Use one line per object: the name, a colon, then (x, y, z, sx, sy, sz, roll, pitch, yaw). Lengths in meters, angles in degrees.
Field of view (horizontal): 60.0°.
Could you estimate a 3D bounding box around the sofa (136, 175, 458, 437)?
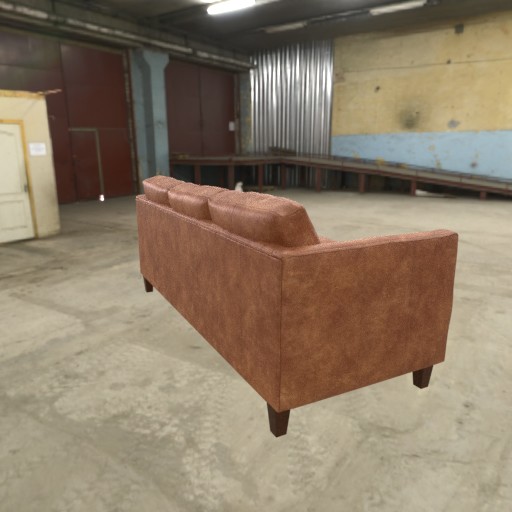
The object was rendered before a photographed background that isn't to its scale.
sofa: (0.000, 0.000, 3.000, 1.045, 1.006, 2.464, -7, 15, -27)
